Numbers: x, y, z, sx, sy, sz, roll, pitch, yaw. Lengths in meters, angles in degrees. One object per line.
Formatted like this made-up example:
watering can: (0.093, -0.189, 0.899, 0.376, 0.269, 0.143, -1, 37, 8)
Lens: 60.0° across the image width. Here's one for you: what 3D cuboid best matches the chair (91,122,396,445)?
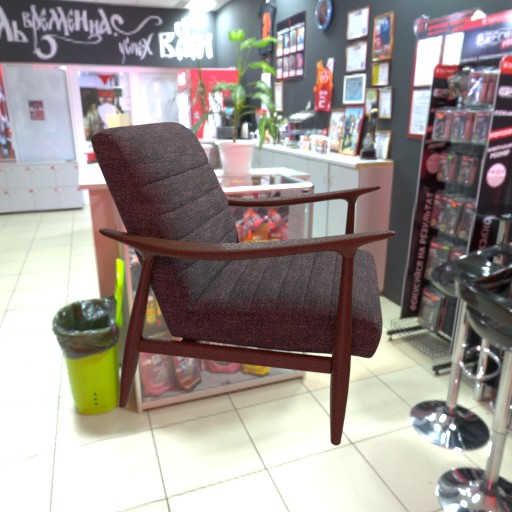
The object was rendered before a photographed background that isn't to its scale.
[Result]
chair: (0.000, 0.000, 1.458, 0.798, 0.832, 0.741, 4, 19, 12)
